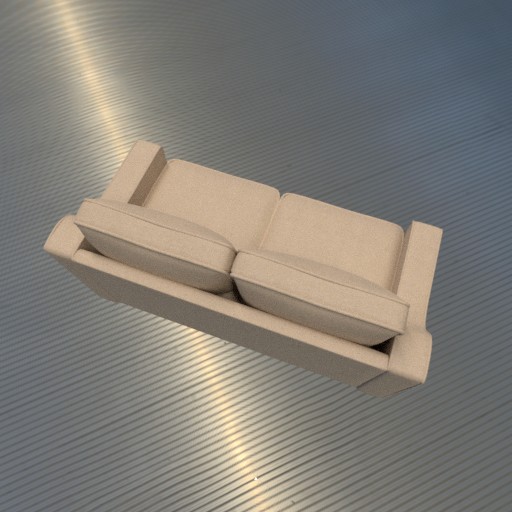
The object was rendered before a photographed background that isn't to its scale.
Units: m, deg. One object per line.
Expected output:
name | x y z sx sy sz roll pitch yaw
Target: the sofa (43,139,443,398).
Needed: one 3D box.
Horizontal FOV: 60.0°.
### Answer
sofa | 0.000 0.000 3.485 2.587 1.562 1.351 18 65 9
